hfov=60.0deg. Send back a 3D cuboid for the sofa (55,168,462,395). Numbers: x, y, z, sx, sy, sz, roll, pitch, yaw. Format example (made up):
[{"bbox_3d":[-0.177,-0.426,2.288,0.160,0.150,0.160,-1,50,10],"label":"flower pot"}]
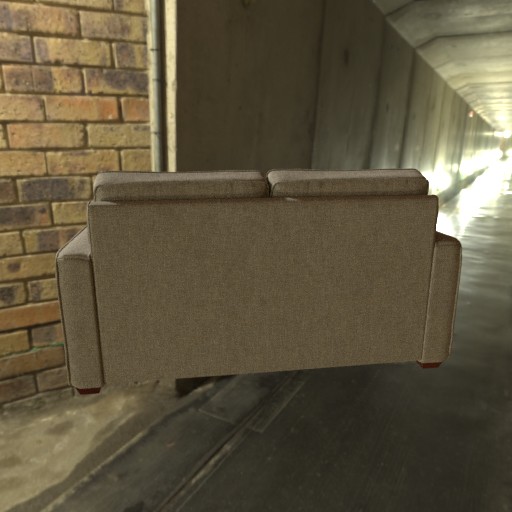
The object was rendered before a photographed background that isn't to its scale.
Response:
[{"bbox_3d":[0.000,0.000,2.256,1.706,0.915,0.945,-2,16,-8],"label":"sofa"}]
